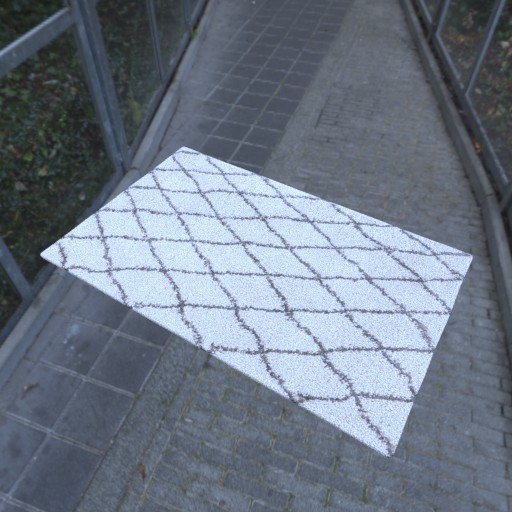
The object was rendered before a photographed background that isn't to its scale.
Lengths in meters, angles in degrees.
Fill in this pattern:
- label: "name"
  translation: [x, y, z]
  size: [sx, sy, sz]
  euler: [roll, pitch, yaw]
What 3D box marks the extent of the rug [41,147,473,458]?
- label: "rug"
  translation: [0.000, 0.000, 2.936]
  size: [2.438, 0.030, 1.524]
  euler: [25, 51, 21]
